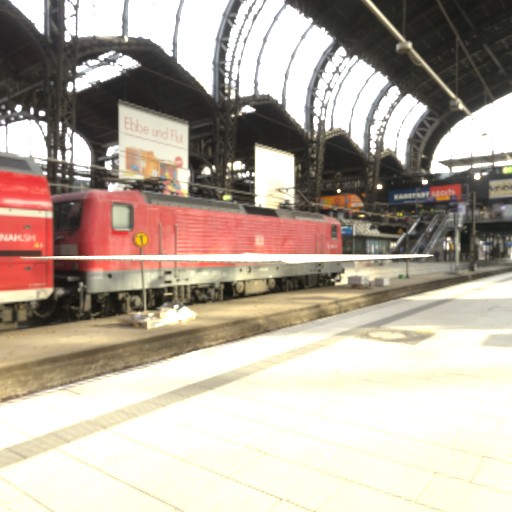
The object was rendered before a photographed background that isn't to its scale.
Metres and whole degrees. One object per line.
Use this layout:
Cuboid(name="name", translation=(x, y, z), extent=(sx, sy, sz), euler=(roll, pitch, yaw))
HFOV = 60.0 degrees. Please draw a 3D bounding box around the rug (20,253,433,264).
Cuboid(name="rug", translation=(0.000, 0.000, 3.836), extent=(2.277, 0.035, 2.897), euler=(1, 1, 35))
